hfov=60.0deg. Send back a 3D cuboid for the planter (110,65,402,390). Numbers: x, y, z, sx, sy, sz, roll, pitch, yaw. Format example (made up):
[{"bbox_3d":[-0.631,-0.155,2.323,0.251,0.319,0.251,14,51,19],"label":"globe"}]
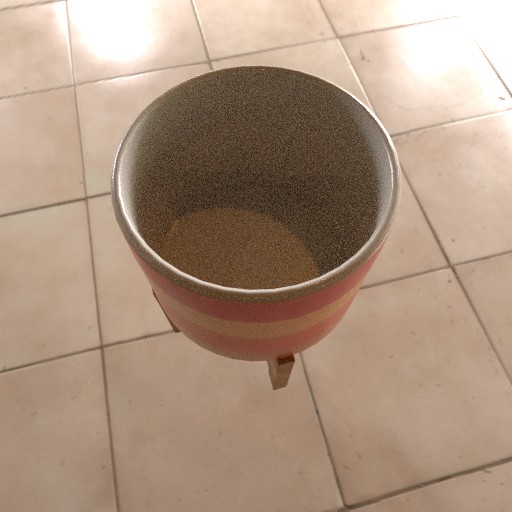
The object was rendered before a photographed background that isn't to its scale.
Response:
[{"bbox_3d":[0.000,0.000,0.409,0.199,0.268,0.199,0,63,0],"label":"planter"}]
